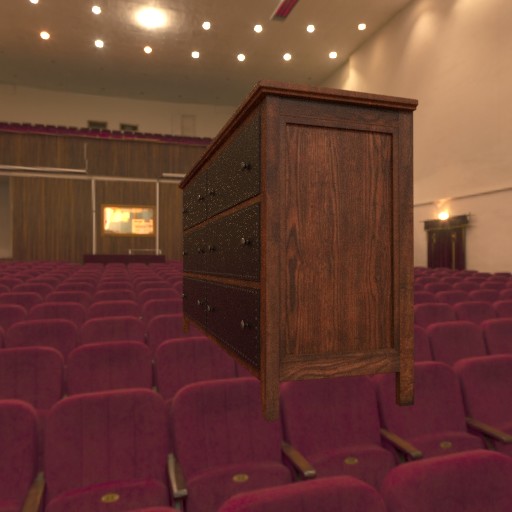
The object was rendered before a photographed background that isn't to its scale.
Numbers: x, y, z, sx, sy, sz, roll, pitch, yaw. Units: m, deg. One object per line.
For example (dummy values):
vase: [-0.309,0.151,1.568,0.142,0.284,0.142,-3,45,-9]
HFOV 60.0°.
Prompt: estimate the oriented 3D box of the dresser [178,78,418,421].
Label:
dresser: [0.000,0.000,1.896,0.463,0.856,1.551,0,-1,-17]
